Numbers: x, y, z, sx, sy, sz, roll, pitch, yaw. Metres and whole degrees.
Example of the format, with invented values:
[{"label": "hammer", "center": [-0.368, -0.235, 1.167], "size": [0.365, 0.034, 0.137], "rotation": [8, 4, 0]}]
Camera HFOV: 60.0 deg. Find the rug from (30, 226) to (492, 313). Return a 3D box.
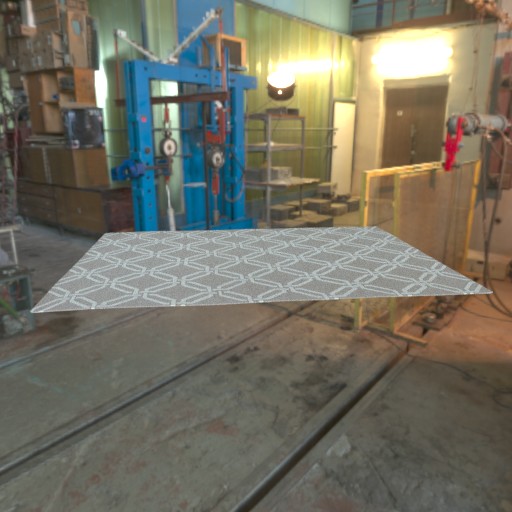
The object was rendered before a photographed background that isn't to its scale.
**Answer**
[{"label": "rug", "center": [0.000, 0.000, 2.736], "size": [2.135, 0.013, 1.524], "rotation": [-2, 16, -6]}]
